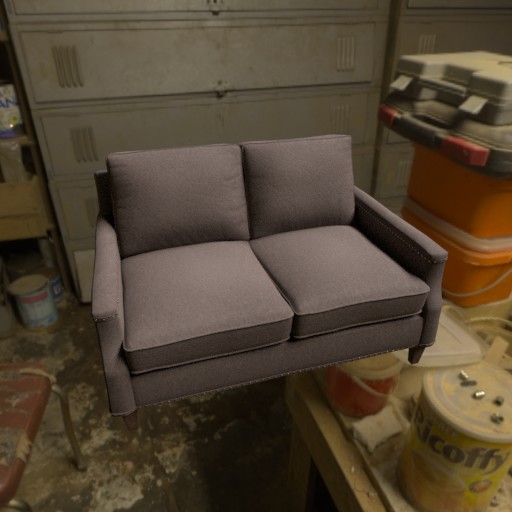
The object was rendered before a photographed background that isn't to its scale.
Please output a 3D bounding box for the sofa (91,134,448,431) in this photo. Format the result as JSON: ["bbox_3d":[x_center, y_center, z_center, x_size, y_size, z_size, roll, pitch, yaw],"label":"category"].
[{"bbox_3d":[0.000,0.000,2.302,1.597,1.003,1.084,-9,31,-14],"label":"sofa"}]
